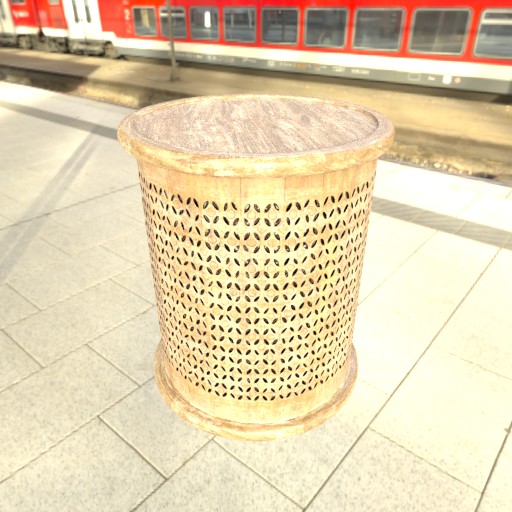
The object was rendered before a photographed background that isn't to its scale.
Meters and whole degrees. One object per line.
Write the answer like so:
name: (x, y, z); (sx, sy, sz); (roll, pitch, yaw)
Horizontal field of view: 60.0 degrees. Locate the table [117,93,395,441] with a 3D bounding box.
table: (0.000, 0.000, 0.787); (0.407, 0.482, 0.407); (0, 30, 0)
